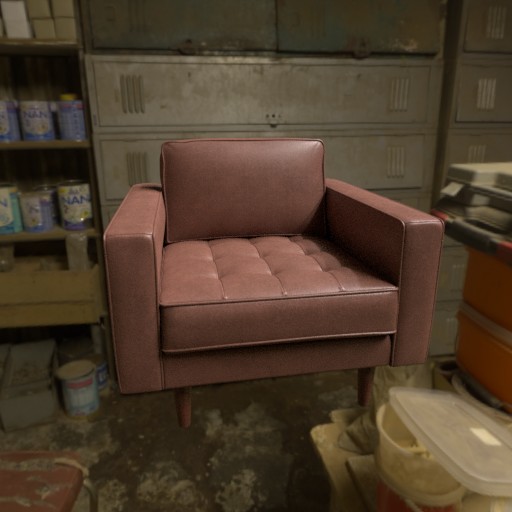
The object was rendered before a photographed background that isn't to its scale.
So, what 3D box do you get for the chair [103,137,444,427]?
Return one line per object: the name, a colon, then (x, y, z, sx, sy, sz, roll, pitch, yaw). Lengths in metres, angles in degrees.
chair: (0.000, 0.000, 1.547, 0.920, 0.770, 0.900, -3, 18, -10)
